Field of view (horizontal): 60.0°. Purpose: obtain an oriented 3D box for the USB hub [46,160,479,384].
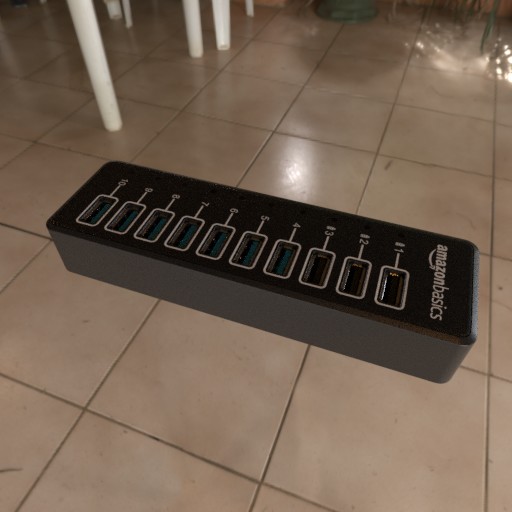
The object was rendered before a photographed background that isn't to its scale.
[{"bbox_3d":[0.000,0.000,0.160,0.145,0.023,0.044,15,49,13],"label":"USB hub"}]
